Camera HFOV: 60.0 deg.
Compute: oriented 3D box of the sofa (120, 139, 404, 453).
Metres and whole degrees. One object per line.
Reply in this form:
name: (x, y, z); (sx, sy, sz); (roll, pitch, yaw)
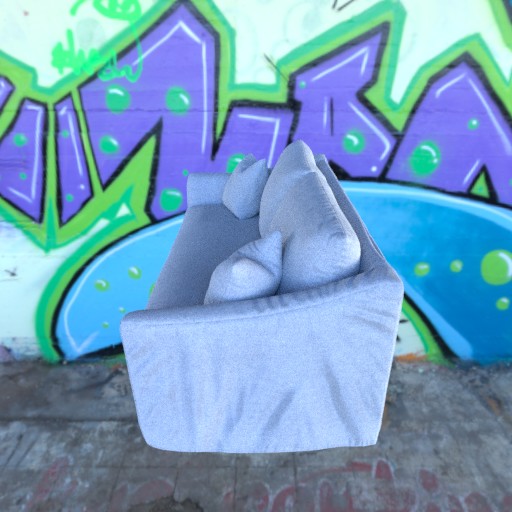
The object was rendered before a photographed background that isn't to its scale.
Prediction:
sofa: (0.000, 0.000, 2.598); (1.072, 1.018, 2.010); (0, 26, 0)
